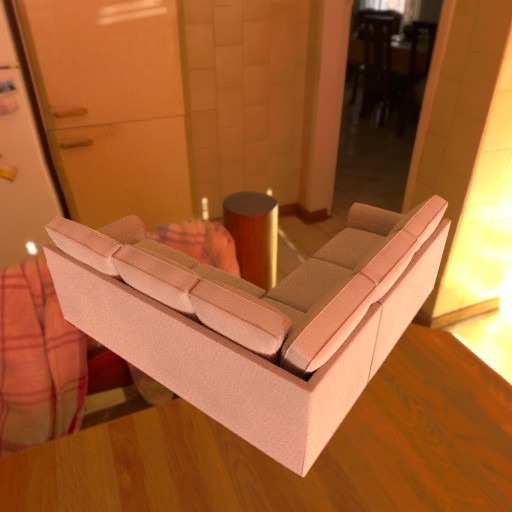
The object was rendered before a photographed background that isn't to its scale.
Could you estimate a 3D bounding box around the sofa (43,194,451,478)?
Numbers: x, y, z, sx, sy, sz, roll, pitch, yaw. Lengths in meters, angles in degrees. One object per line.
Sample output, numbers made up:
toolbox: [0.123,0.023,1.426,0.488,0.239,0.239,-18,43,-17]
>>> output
sofa: [0.000,0.000,3.891,2.562,1.053,2.487,22,38,30]
